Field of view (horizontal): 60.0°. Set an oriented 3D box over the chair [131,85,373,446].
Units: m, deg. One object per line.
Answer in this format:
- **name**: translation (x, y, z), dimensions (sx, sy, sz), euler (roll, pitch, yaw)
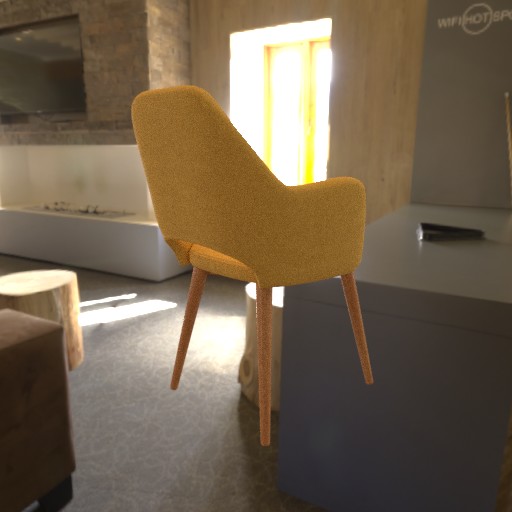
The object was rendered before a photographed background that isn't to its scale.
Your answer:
- **chair**: translation (0.000, 0.000, 1.244), dimensions (0.590, 0.840, 0.610), euler (13, 19, 42)
